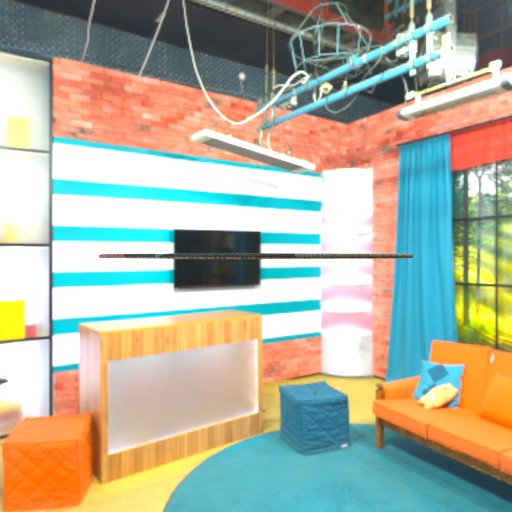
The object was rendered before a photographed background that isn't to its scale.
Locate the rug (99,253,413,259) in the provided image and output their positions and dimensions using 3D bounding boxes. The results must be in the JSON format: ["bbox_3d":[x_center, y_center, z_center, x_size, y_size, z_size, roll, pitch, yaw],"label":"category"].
[{"bbox_3d":[0.000,0.000,3.678,2.461,0.033,2.461,0,0,0],"label":"rug"}]
